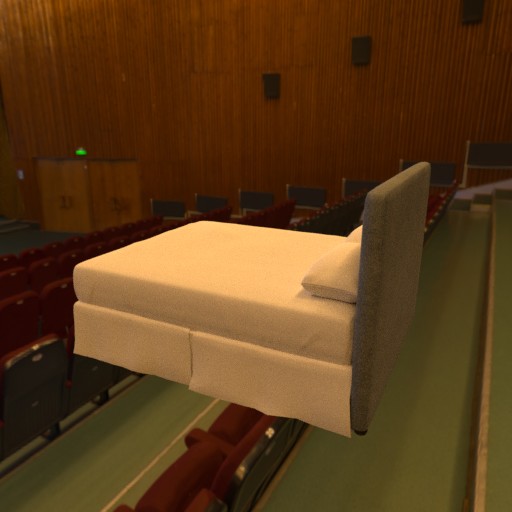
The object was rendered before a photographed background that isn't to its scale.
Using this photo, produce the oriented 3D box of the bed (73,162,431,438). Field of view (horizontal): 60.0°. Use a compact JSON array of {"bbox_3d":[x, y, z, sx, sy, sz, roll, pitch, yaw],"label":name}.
[{"bbox_3d":[0.000,0.000,3.261,2.142,1.330,1.713,9,19,26],"label":"bed"}]
